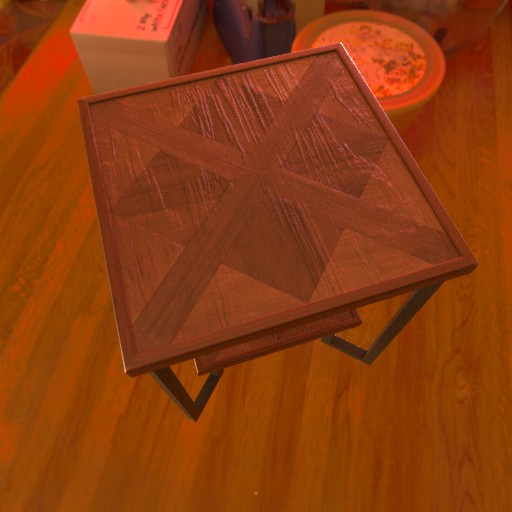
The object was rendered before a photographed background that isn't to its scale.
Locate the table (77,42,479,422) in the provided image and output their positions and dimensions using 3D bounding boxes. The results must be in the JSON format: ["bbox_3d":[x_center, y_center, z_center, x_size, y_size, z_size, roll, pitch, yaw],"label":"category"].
[{"bbox_3d":[0.000,0.000,0.948,0.503,0.563,0.503,-16,63,-8],"label":"table"}]
